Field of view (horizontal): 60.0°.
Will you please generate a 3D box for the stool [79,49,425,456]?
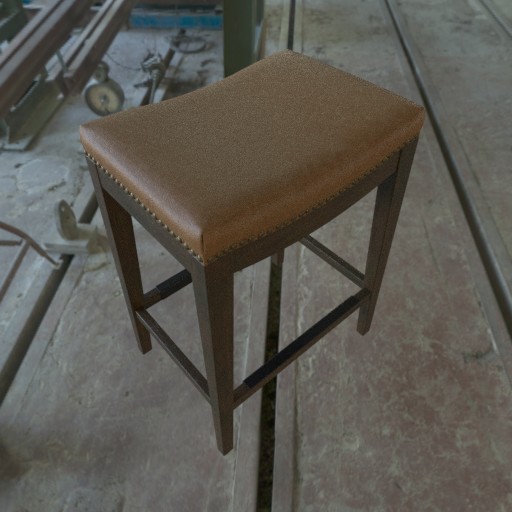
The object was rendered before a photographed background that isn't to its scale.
[{"bbox_3d":[0.000,0.000,0.944,0.500,0.660,0.361,-32,54,-27],"label":"stool"}]
